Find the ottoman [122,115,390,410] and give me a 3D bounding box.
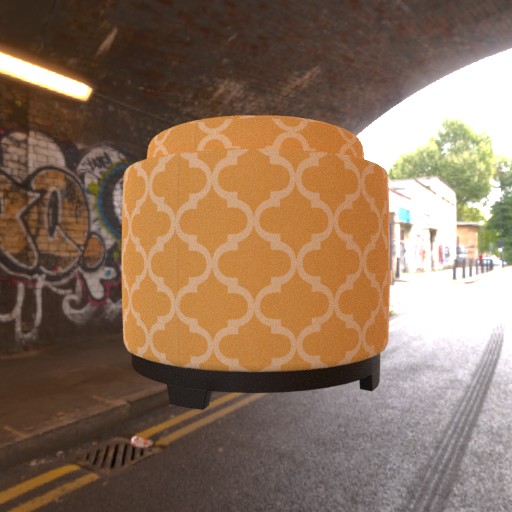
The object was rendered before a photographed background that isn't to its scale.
[{"bbox_3d":[0.000,0.000,0.827,0.480,0.429,0.480,0,0,0],"label":"ottoman"}]
